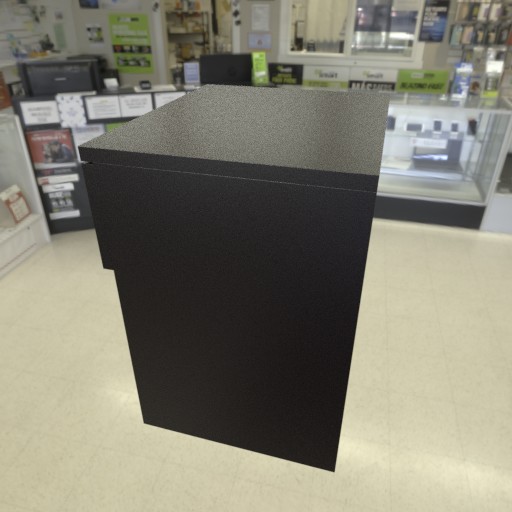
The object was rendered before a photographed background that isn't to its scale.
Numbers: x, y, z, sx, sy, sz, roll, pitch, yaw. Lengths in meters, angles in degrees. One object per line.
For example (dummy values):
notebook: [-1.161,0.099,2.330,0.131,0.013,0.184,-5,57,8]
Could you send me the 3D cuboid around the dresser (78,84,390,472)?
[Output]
dresser: [0.000,0.000,0.751,0.360,0.470,0.400,8,32,14]
